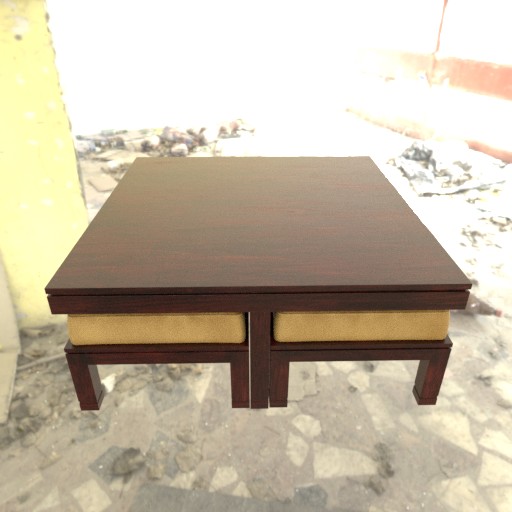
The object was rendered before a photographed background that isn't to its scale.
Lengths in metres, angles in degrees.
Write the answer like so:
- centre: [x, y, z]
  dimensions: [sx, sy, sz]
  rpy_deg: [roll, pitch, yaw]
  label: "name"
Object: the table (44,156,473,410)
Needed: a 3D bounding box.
- centre: [0.000, 0.000, 1.358]
  dimensions: [0.865, 0.356, 0.865]
  rpy_deg: [-1, 30, -1]
  label: "table"
